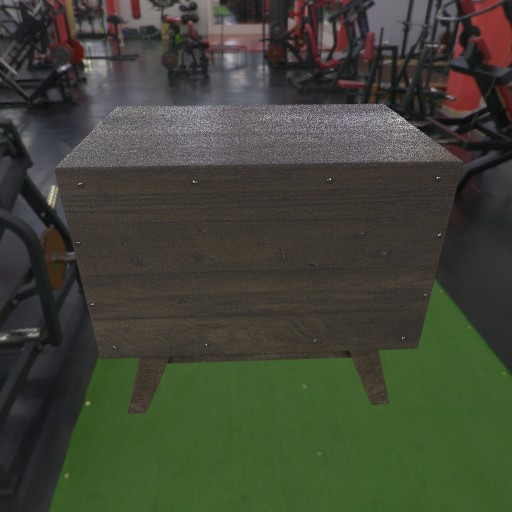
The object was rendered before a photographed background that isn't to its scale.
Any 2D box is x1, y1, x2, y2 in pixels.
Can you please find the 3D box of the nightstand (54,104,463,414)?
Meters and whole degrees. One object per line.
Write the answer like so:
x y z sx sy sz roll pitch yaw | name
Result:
0.000 0.000 1.046 0.650 0.599 0.450 -1 31 -2 | nightstand
